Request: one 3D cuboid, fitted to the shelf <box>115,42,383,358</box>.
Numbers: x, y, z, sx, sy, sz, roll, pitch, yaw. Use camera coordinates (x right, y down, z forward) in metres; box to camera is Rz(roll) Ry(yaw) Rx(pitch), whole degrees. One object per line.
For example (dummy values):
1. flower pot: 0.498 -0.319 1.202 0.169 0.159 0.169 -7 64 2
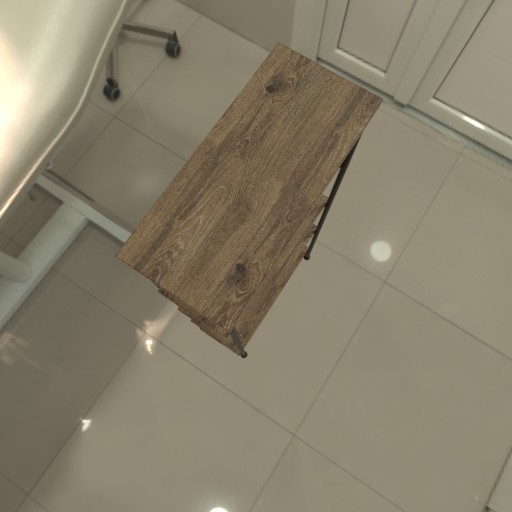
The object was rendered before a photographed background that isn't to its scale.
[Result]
1. shelf: 0.000 0.000 2.040 0.360 1.700 0.800 32 77 8
